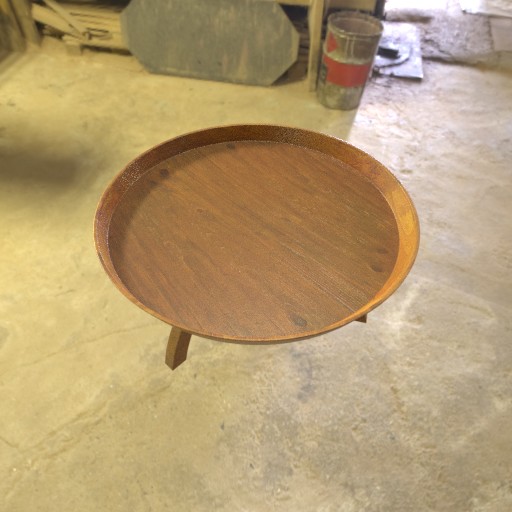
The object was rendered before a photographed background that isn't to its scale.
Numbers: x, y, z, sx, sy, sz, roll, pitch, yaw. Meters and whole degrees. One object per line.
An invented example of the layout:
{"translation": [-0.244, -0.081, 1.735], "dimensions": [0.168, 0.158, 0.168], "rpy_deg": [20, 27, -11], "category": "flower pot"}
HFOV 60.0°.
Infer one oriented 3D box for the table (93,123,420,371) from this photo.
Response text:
{"translation": [0.000, 0.000, 1.587], "dimensions": [1.016, 0.470, 1.016], "rpy_deg": [0, 48, 0], "category": "table"}
